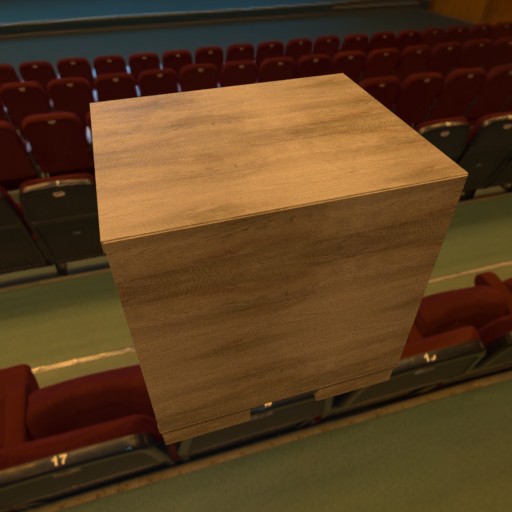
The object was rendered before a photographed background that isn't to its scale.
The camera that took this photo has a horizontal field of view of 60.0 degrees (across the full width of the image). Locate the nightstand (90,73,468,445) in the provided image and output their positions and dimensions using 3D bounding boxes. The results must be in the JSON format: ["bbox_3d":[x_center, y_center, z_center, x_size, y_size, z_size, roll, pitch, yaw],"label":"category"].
[{"bbox_3d":[0.000,0.000,0.754,0.427,0.448,0.347,-12,43,-13],"label":"nightstand"}]
